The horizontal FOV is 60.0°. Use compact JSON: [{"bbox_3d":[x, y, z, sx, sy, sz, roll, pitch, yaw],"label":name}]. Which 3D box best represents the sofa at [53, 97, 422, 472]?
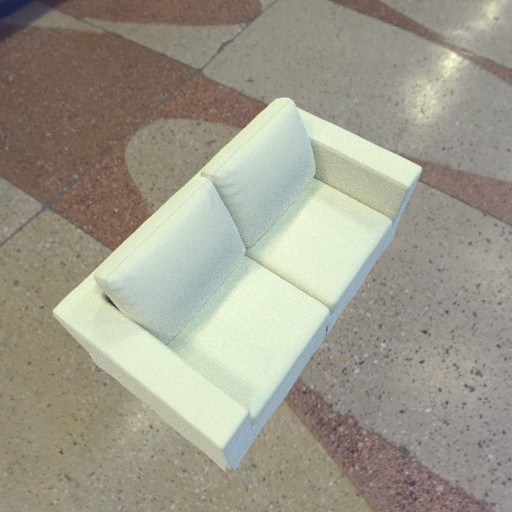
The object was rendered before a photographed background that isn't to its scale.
[{"bbox_3d":[0.000,0.000,2.394,1.009,0.932,1.813,32,64,18],"label":"sofa"}]
